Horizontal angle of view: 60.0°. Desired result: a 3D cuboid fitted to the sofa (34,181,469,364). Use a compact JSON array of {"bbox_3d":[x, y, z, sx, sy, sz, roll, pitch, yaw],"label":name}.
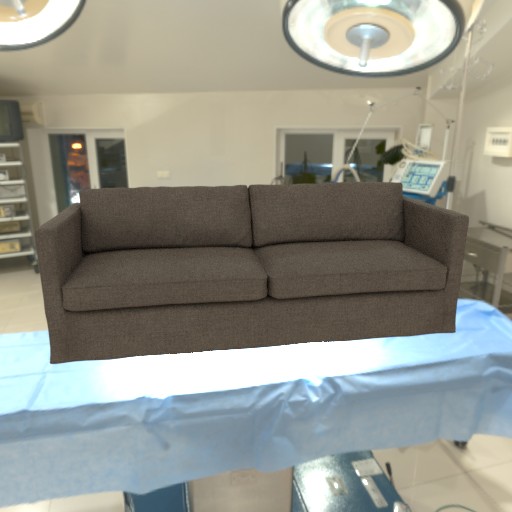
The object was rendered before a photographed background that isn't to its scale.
[{"bbox_3d":[0.000,0.000,3.291,2.779,0.998,1.036,-3,16,-9],"label":"sofa"}]
